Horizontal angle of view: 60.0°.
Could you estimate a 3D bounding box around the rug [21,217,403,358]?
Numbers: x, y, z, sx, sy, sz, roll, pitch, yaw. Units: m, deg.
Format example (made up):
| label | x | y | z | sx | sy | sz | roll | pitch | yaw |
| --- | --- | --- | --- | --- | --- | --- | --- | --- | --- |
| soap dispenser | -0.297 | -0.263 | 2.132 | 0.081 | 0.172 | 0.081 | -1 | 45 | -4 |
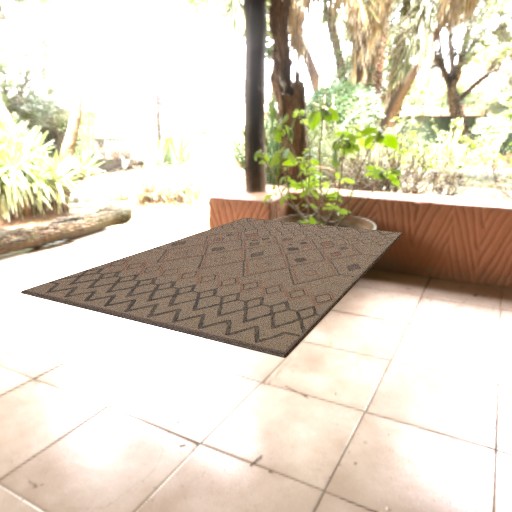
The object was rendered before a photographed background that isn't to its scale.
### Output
| label | x | y | z | sx | sy | sz | roll | pitch | yaw |
| --- | --- | --- | --- | --- | --- | --- | --- | --- | --- |
| rug | 0.000 | 0.000 | 3.030 | 1.524 | 0.015 | 2.438 | 8 | 17 | 27 |
